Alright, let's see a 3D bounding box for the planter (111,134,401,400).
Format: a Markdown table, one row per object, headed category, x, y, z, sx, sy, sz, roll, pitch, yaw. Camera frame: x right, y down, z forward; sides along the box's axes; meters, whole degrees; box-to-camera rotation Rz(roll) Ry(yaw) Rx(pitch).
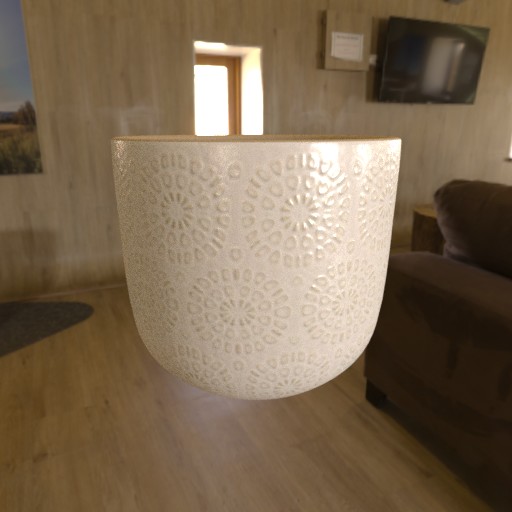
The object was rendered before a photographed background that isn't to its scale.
| category | x | y | z | sx | sy | sz | roll | pitch | yaw |
| --- | --- | --- | --- | --- | --- | --- | --- | --- | --- |
| planter | 0.000 | 0.000 | 0.292 | 0.170 | 0.152 | 0.170 | 0 | 16 | 0 |
